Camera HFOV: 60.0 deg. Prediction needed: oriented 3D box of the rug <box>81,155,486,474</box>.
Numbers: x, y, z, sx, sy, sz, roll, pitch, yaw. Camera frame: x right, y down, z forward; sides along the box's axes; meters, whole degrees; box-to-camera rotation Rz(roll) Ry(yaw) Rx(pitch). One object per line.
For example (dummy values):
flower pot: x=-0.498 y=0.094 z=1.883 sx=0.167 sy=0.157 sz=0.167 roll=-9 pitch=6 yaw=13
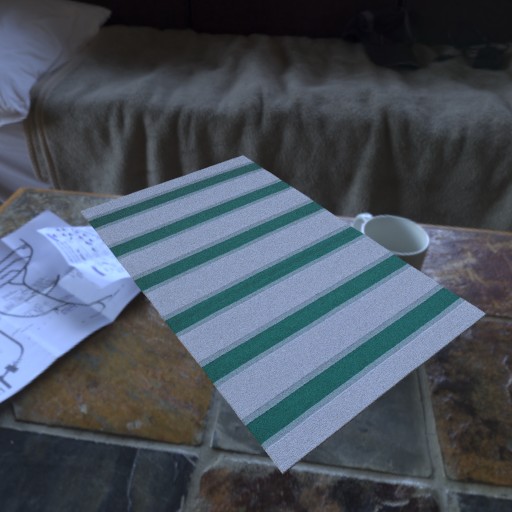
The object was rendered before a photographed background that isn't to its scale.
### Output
rug: x=0.000 y=0.000 z=2.968 sx=1.521 sy=0.015 sz=2.436 roll=-26 pitch=46 yaw=-27
